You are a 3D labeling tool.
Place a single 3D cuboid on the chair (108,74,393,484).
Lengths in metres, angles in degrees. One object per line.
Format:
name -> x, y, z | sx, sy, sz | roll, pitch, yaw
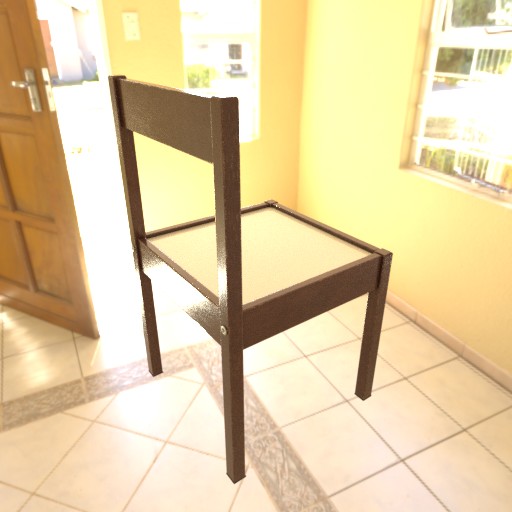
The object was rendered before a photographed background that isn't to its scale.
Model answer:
chair -> 0.000, 0.000, 0.673 | 0.285, 0.505, 0.285 | -18, 32, -32
